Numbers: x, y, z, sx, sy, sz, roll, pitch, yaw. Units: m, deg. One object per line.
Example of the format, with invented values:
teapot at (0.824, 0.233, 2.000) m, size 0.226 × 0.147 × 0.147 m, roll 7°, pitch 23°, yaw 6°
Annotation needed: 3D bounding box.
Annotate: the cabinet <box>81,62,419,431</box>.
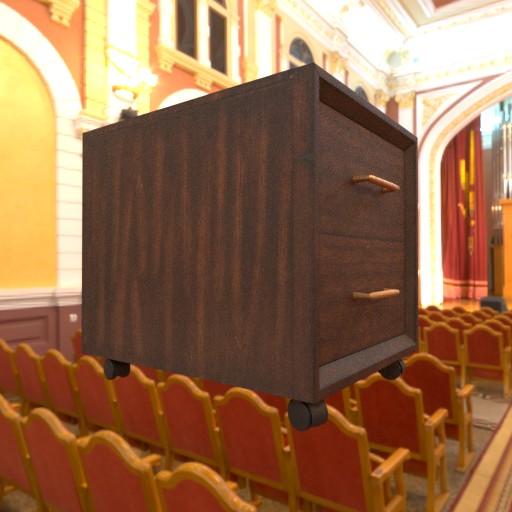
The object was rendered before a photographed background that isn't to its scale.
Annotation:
cabinet at (0.000, 0.000, 0.826) m, size 0.500 × 0.455 × 0.402 m, roll 0°, pitch -1°, yaw 37°
